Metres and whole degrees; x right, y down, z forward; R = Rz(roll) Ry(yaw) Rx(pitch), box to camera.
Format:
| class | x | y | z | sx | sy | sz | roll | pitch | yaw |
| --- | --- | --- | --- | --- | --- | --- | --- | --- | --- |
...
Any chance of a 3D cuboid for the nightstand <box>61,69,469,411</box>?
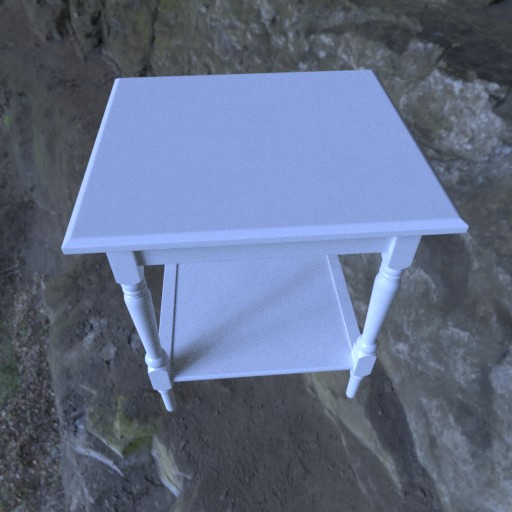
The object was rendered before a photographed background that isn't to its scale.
| class | x | y | z | sx | sy | sz | roll | pitch | yaw |
| --- | --- | --- | --- | --- | --- | --- | --- | --- | --- |
| nightstand | 0.000 | 0.000 | 0.900 | 0.505 | 0.555 | 0.459 | -3 | 46 | -3 |
